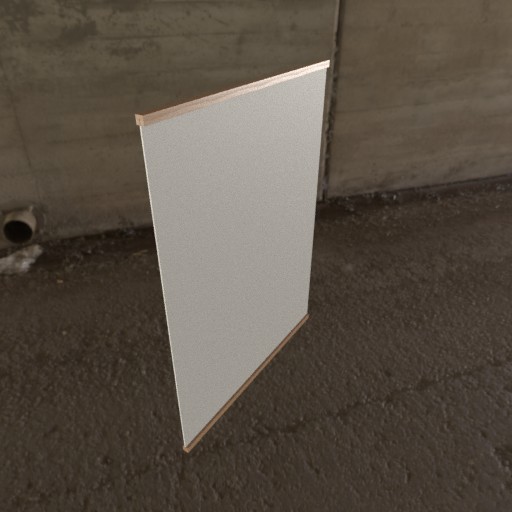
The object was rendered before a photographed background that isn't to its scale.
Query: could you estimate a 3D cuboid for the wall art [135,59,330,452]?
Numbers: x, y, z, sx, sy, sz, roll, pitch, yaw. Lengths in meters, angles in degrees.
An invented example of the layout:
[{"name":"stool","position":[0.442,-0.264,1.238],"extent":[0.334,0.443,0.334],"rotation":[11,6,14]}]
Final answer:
[{"name":"wall art","position":[0.000,0.000,0.811],"extent":[0.012,0.608,0.459],"rotation":[20,37,28]}]
